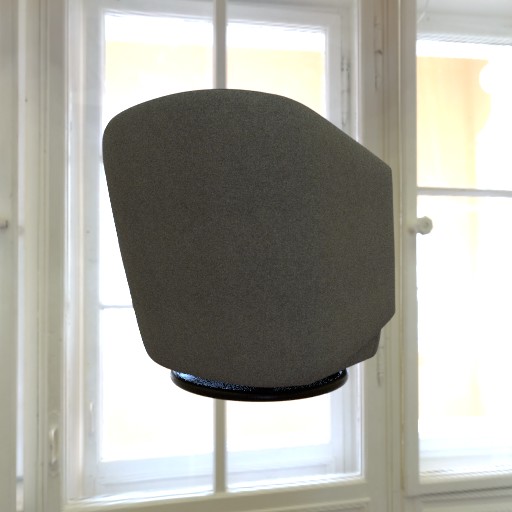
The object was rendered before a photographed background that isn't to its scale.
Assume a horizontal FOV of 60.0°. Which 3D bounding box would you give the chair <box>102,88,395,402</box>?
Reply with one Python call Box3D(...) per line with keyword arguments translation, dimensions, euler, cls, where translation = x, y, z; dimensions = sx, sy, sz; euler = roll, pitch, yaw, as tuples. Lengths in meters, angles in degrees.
Box3D(translation=(0.000, 0.000, 1.594), dimensions=(0.822, 0.861, 0.986), euler=(0, 0, 37), cls="chair")
